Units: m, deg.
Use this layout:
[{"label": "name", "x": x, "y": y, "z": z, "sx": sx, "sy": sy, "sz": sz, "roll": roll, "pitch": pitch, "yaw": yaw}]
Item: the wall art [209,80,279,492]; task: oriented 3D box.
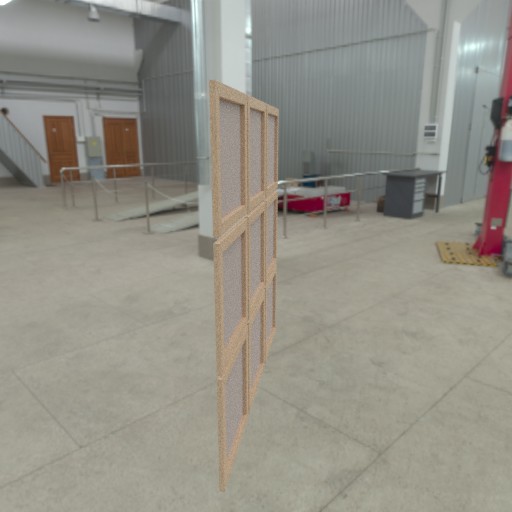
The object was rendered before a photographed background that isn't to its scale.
[{"label": "wall art", "x": 0.000, "y": 0.000, "z": 1.364, "sx": 0.012, "sy": 0.910, "sz": 0.917, "roll": 3, "pitch": 15, "yaw": 10}]
